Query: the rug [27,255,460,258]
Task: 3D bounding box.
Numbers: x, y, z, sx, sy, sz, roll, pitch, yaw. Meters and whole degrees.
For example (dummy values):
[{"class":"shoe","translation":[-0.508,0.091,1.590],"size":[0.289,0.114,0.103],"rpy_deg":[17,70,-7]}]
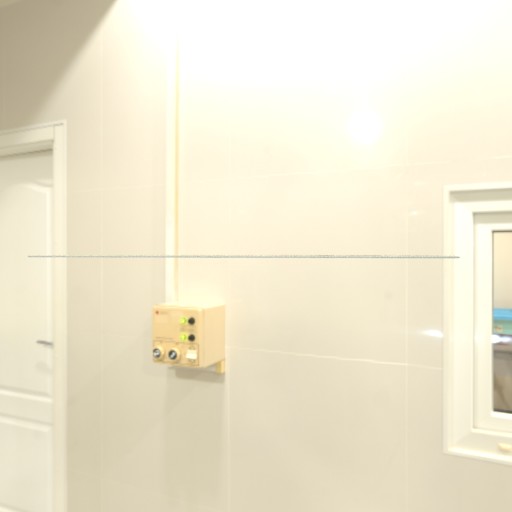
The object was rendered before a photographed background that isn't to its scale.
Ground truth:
[{"class":"rug","translation":[0.000,0.000,2.349],"size":[1.827,0.008,1.225],"rpy_deg":[0,0,17]}]
